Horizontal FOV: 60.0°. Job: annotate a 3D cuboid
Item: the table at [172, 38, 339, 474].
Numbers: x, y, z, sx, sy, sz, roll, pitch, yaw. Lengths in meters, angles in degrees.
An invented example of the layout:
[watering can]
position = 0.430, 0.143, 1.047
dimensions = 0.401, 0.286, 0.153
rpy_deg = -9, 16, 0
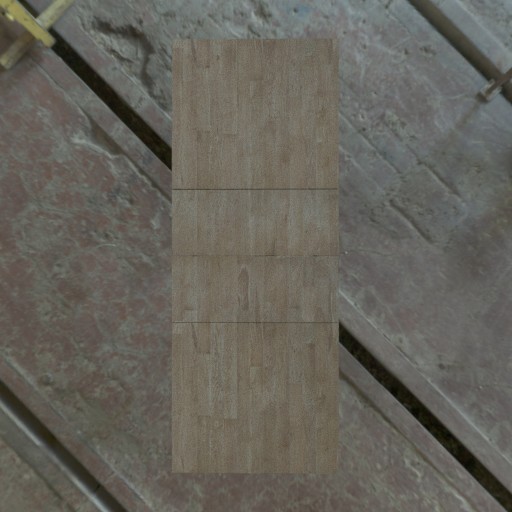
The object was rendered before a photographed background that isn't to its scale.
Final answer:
[table]
position = 0.000, 0.000, 3.031
dimensions = 1.000, 0.752, 2.603
rpy_deg = 0, 90, 1
